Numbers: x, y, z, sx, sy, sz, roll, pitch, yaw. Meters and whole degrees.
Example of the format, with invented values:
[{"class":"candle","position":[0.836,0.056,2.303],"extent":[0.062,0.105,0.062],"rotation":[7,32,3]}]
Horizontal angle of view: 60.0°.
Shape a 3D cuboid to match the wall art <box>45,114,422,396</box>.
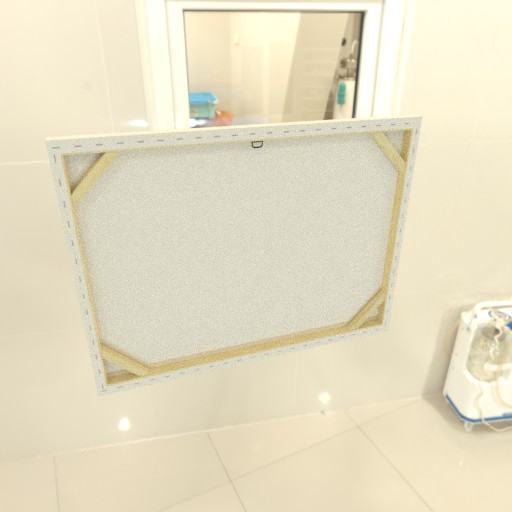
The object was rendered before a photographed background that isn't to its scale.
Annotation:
[{"class":"wall art","position":[0.000,0.000,1.330],"extent":[1.016,0.762,0.038],"rotation":[-9,28,-17]}]
